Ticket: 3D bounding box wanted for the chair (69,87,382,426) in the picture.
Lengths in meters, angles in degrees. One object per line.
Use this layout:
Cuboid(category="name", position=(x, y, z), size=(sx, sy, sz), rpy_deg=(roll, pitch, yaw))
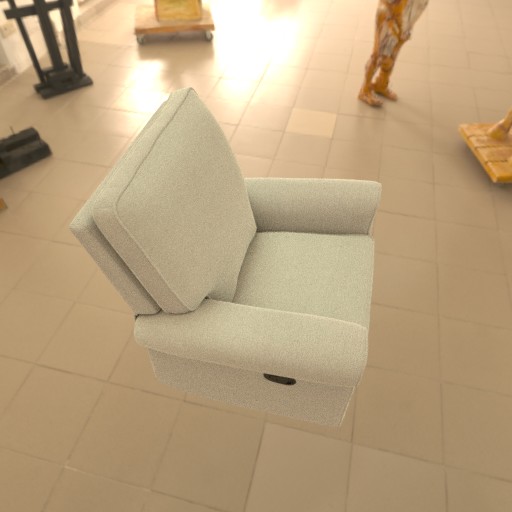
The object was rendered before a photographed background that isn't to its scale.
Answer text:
Cuboid(category="chair", position=(0.000, 0.000, 1.638), size=(0.878, 0.960, 0.890), rpy_deg=(10, 48, 9))
